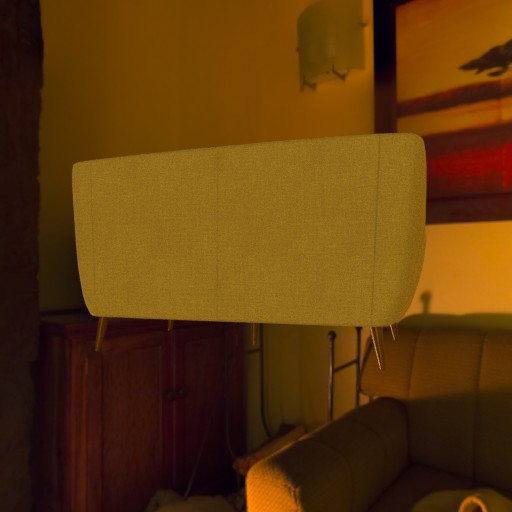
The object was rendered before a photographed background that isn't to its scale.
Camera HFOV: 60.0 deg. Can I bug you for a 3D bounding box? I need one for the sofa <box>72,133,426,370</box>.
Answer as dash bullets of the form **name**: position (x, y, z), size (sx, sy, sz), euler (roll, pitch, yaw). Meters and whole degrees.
- **sofa**: position (0.000, 0.000, 2.244), size (1.652, 0.888, 0.965), euler (-1, -2, 18)
